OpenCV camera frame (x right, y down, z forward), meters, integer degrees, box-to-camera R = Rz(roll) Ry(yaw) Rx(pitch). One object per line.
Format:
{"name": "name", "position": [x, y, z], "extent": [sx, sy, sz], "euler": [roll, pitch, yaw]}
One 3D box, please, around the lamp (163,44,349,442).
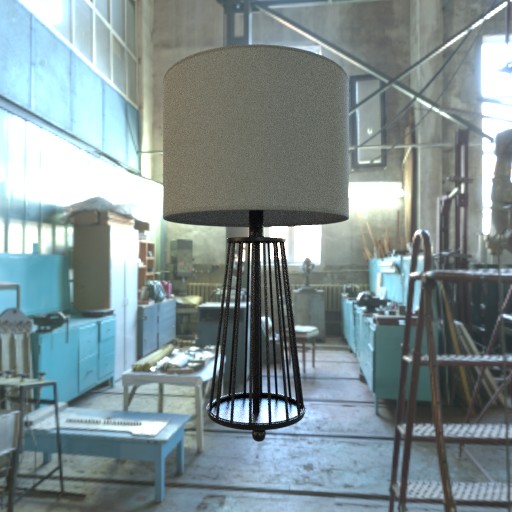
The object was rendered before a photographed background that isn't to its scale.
{"name": "lamp", "position": [0.000, 0.000, 0.781], "extent": [0.322, 0.593, 0.322], "euler": [1, -1, -38]}
